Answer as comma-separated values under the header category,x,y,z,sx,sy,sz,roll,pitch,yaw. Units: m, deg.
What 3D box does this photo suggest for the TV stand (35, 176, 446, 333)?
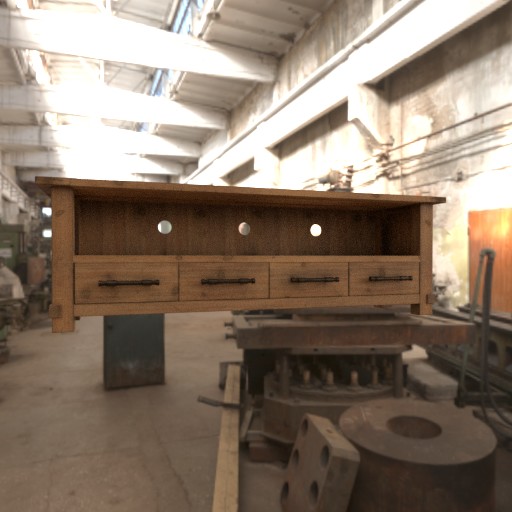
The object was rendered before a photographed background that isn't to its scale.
category,x,y,z,sx,sy,sz,roll,pitch,yaw
TV stand,0.000,0.000,2.065,1.804,0.573,0.453,0,0,-18
